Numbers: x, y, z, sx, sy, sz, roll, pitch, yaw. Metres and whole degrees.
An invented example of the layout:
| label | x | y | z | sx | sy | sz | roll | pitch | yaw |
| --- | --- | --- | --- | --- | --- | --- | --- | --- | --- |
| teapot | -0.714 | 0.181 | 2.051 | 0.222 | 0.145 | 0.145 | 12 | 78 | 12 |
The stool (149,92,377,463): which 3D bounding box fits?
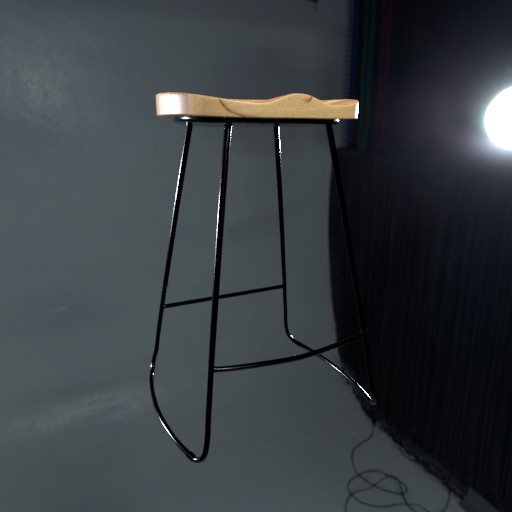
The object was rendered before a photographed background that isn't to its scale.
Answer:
| label | x | y | z | sx | sy | sz | roll | pitch | yaw |
| --- | --- | --- | --- | --- | --- | --- | --- | --- | --- |
| stool | 0.000 | 0.000 | 0.983 | 0.480 | 0.679 | 0.401 | -8 | 17 | -25 |
